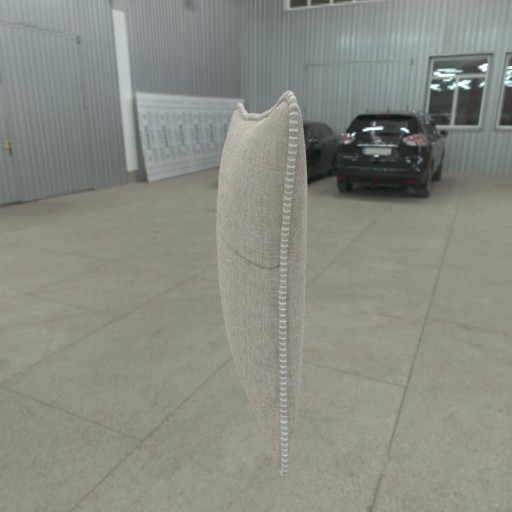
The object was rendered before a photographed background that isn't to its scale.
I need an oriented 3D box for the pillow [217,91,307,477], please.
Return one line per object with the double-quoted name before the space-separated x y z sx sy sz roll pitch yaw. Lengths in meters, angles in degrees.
"pillow" 0.000 0.000 0.737 0.124 0.494 0.485 -3 18 -9
